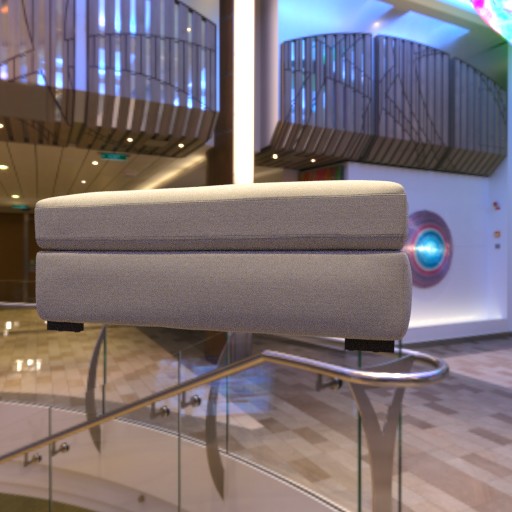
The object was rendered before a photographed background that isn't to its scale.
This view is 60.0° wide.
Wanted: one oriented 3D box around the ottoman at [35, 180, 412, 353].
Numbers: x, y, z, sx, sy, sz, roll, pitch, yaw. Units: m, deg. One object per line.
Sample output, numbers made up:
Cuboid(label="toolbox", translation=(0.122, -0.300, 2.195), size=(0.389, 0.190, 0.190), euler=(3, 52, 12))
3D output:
Cuboid(label="ottoman", translation=(0.000, 0.000, 1.779), size=(1.167, 0.482, 1.163), euler=(0, 0, 18))
